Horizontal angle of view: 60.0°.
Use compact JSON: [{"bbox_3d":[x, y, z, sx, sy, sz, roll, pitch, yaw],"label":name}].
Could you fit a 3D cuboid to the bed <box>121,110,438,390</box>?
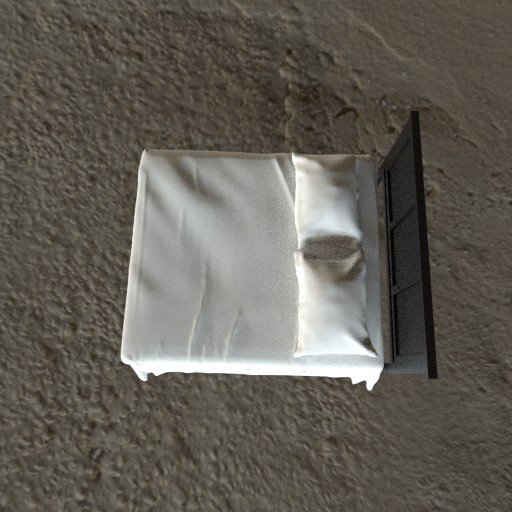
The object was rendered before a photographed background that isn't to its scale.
[{"bbox_3d":[0.000,0.000,3.238,2.050,1.270,1.870,2,75,0],"label":"bed"}]
